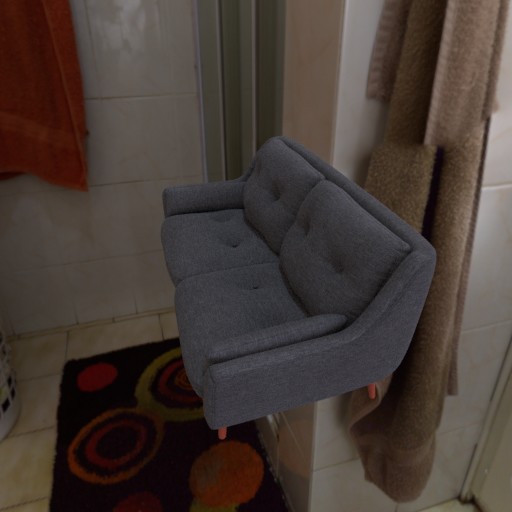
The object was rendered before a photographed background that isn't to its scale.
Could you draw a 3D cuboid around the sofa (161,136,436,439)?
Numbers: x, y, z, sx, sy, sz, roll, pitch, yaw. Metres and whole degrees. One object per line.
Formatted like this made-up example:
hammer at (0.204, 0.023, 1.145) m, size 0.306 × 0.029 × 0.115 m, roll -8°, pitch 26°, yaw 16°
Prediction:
sofa at (0.000, 0.000, 2.470) m, size 0.975 × 0.896 × 1.929 m, roll -7°, pitch 30°, yaw -13°
